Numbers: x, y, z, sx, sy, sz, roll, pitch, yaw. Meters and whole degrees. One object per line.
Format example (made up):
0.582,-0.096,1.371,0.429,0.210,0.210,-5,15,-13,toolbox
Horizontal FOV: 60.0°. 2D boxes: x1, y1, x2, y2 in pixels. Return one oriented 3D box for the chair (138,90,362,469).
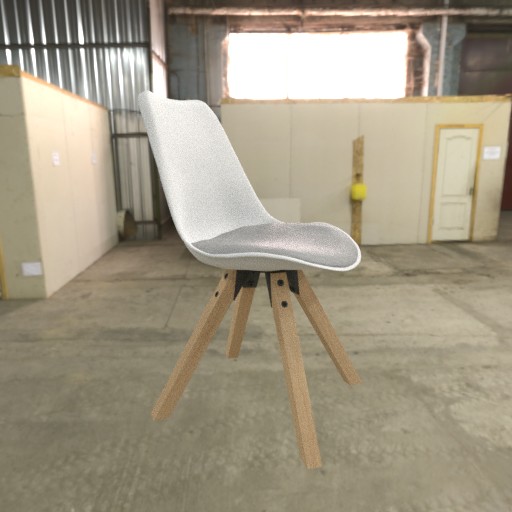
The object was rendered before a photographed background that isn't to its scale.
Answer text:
0.000,0.000,1.203,0.550,0.850,0.485,6,14,25,chair
